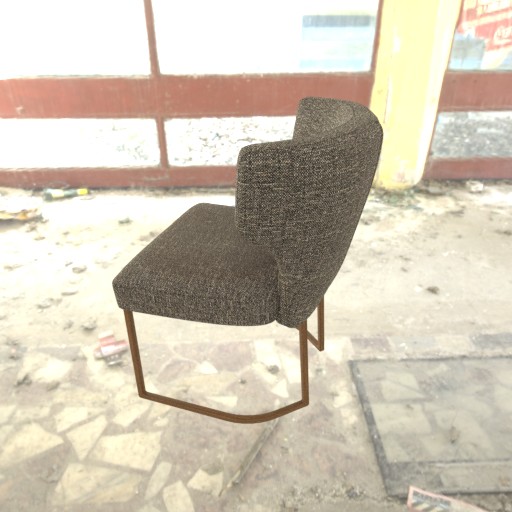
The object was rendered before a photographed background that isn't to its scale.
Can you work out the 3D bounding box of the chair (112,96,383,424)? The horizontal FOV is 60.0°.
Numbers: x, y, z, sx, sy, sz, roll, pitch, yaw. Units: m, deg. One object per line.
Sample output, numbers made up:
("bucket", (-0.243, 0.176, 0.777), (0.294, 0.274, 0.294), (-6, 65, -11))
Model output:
("chair", (0.000, 0.000, 1.289), (0.617, 0.824, 0.611), (9, 31, 15))
